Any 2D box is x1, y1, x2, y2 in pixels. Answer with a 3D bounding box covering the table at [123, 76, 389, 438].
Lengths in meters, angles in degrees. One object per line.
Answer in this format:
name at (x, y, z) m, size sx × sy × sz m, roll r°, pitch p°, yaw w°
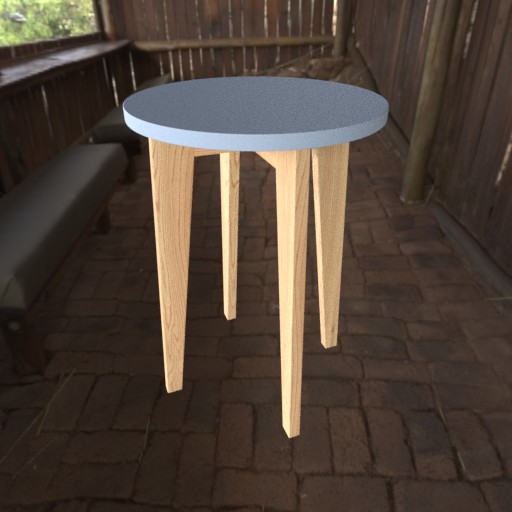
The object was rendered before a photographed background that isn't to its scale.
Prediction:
table at (0.000, 0.000, 0.731) m, size 0.350 × 0.500 × 0.350 m, roll 0°, pitch 31°, yaw 0°
